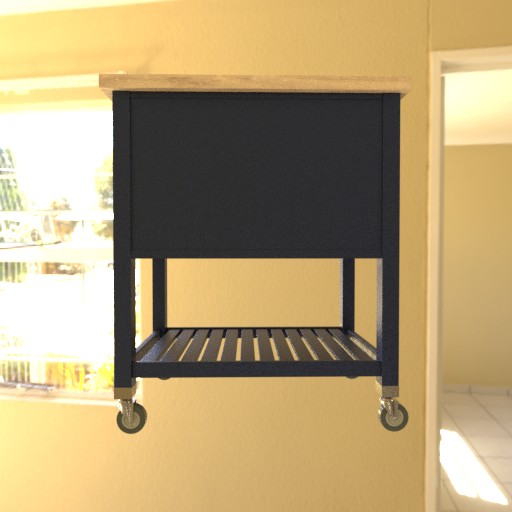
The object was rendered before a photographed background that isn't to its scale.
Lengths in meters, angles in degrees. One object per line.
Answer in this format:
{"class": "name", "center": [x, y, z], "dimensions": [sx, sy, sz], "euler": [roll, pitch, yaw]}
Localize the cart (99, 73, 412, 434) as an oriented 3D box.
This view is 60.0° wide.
{"class": "cart", "center": [0.000, 0.000, 1.405], "dimensions": [0.797, 0.920, 0.567], "euler": [0, 1, -1]}
